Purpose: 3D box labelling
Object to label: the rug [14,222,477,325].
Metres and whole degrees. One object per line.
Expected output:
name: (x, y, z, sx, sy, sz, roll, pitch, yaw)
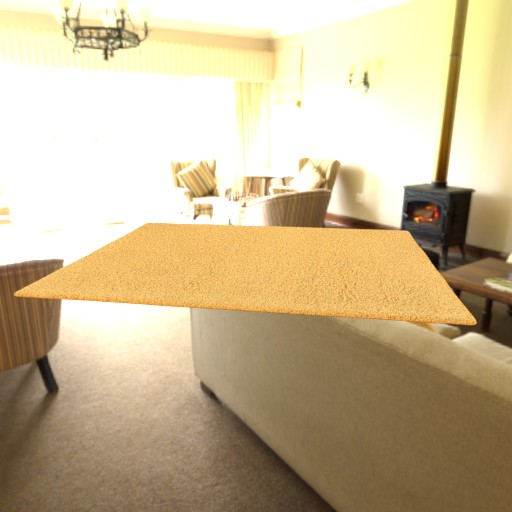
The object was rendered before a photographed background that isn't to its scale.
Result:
rug: (0.000, 0.000, 4.007, 3.047, 0.029, 2.438, 3, 16, 9)
